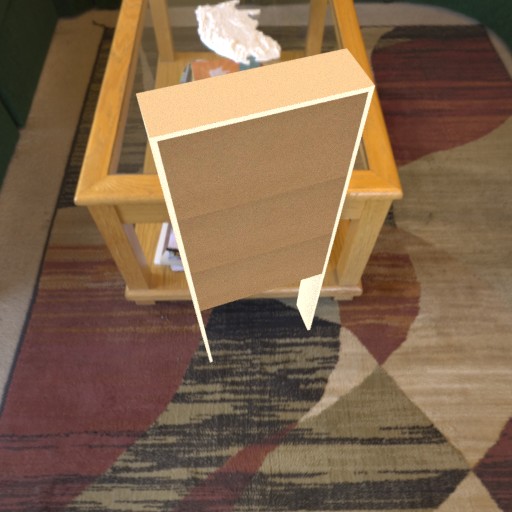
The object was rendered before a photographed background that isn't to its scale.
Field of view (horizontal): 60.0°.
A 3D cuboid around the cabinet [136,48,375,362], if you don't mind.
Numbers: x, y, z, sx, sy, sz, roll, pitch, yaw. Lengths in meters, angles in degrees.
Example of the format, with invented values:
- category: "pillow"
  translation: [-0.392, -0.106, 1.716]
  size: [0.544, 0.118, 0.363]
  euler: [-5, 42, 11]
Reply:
- category: "cabinet"
  translation: [0.000, 0.000, 1.992]
  size: [0.643, 1.770, 0.192]
  euler: [-16, 60, -10]
